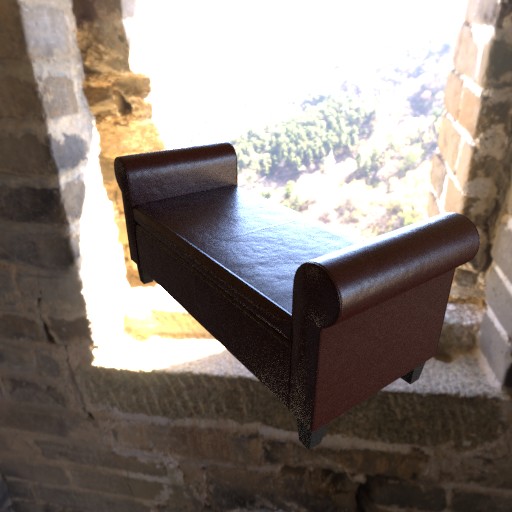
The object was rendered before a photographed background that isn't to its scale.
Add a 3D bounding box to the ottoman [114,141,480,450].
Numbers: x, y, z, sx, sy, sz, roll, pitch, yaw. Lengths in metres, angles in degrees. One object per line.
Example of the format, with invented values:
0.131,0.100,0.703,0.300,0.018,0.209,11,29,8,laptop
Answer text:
0.000,0.000,1.544,0.521,0.547,1.256,-18,31,-32,ottoman
